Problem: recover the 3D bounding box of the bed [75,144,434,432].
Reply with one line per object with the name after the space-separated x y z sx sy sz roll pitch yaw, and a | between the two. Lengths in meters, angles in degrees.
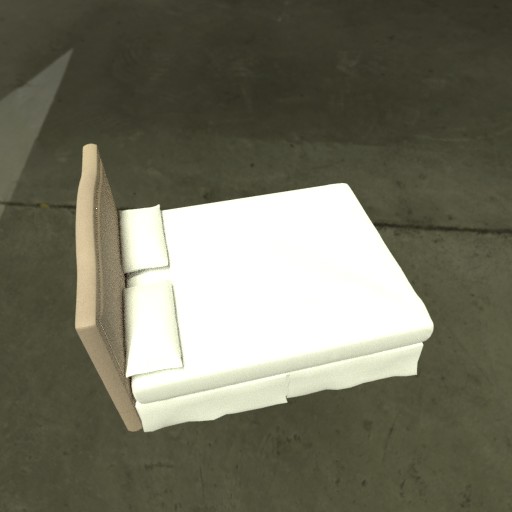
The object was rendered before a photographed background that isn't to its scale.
0.000 0.000 3.427 2.282 1.436 1.821 -10 48 -9 | bed
